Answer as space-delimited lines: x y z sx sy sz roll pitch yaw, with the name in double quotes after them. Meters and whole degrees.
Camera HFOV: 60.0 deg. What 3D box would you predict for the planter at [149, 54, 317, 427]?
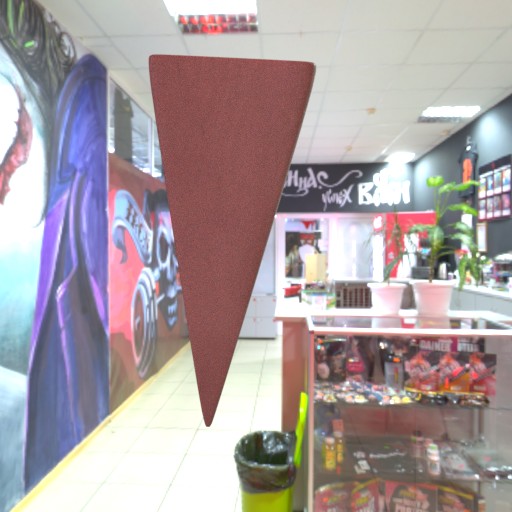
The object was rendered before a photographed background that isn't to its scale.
0.000 0.000 0.154 0.047 0.130 0.058 0 1 36 "planter"
